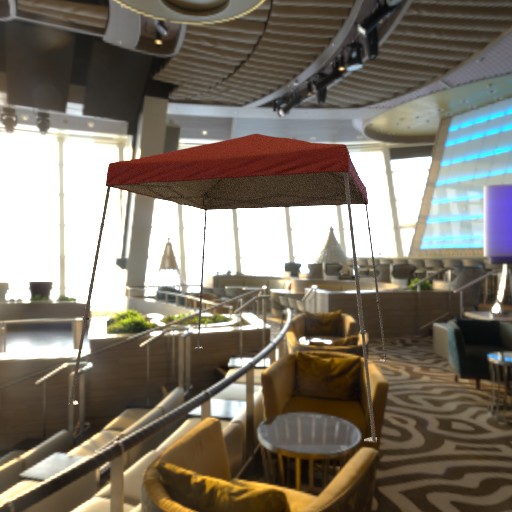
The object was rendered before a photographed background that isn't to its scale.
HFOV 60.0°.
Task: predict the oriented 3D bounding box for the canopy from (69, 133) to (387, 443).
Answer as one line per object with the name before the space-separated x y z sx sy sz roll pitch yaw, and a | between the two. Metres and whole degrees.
canopy | 0.000 0.000 6.519 3.600 3.600 3.599 0 0 18
